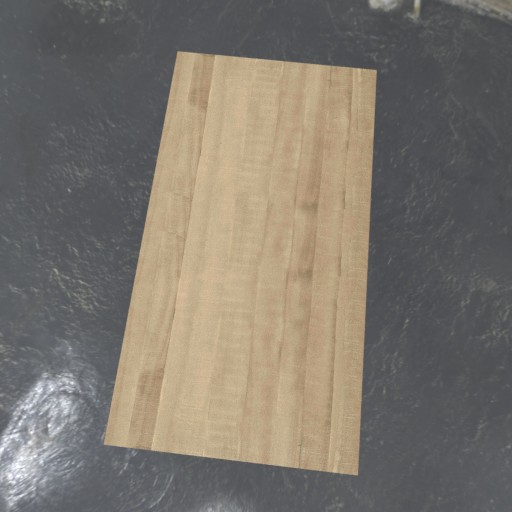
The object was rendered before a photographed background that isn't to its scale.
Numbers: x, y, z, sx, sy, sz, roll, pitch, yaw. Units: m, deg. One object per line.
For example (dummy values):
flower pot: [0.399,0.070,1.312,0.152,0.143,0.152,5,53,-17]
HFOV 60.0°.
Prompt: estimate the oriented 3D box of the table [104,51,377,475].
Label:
table: [0.000,0.000,1.321,0.574,0.393,1.062,6,75,2]
